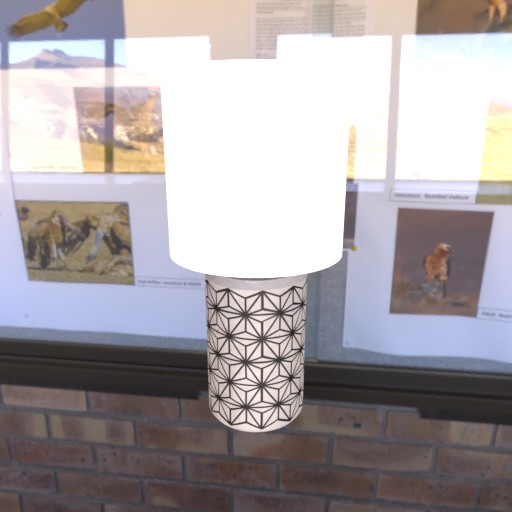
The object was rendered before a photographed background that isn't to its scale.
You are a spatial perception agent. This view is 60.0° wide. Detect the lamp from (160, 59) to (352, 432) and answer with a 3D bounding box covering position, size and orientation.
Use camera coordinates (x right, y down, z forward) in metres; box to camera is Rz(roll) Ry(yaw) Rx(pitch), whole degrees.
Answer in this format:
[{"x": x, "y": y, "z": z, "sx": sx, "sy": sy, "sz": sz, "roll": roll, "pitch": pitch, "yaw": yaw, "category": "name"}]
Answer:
[{"x": 0.000, "y": 0.000, "z": 0.542, "sx": 0.206, "sy": 0.416, "sz": 0.206, "roll": -7, "pitch": 18, "yaw": -24, "category": "lamp"}]
